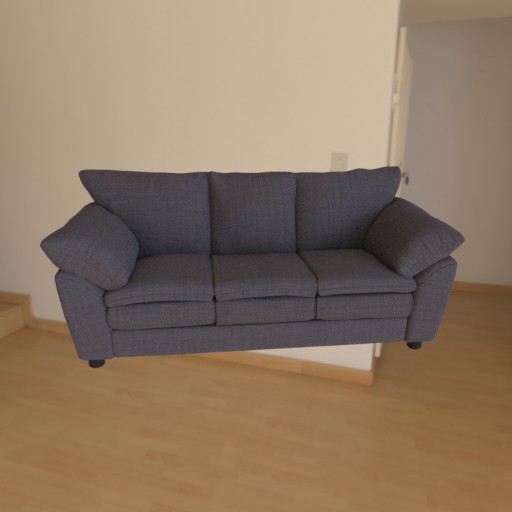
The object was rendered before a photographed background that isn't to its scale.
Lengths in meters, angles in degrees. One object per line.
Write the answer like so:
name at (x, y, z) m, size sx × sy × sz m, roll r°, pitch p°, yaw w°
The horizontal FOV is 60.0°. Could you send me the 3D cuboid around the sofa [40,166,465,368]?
sofa at (0.000, 0.000, 2.837) m, size 2.336 × 1.080 × 0.883 m, roll -2°, pitch 16°, yaw -6°
